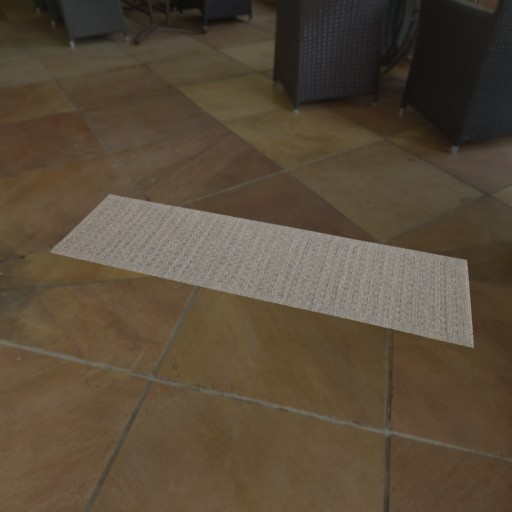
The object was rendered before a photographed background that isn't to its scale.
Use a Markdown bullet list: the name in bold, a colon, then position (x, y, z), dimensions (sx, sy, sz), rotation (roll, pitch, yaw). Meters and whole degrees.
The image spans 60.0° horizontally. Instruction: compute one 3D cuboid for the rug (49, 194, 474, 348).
- **rug**: position (0.000, 0.000, 2.686), dimensions (2.437, 0.005, 0.688), rotation (11, 42, 13)
